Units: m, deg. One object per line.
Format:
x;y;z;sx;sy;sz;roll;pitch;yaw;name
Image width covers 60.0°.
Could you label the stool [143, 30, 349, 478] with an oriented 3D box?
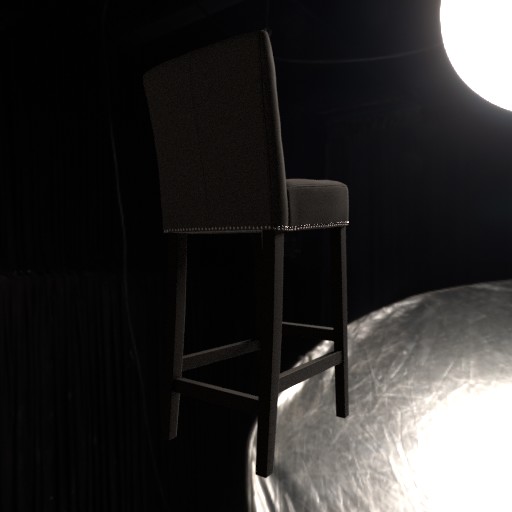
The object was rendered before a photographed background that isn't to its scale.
0.000;0.000;1.322;0.411;1.047;0.548;1;1;37;stool
